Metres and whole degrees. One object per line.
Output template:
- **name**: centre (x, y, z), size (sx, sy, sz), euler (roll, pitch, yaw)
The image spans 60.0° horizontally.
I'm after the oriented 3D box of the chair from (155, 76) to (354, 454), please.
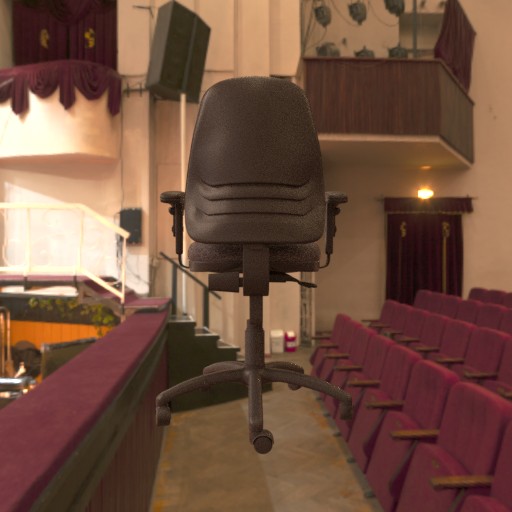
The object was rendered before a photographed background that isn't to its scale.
- **chair**: centre (0.000, 0.000, 1.277), size (0.550, 0.910, 0.530), euler (0, 0, -1)
